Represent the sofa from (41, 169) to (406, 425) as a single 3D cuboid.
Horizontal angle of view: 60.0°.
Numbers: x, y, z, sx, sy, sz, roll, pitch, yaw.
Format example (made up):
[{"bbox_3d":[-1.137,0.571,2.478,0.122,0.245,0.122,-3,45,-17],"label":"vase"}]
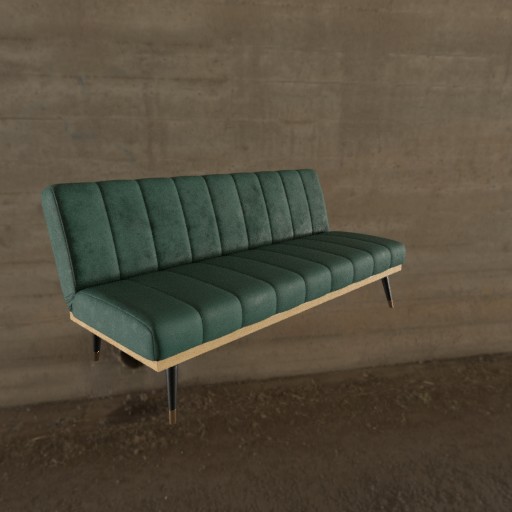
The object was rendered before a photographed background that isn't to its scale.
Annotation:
[{"bbox_3d":[0.000,0.000,2.329,0.830,0.820,1.810,13,19,42],"label":"sofa"}]
